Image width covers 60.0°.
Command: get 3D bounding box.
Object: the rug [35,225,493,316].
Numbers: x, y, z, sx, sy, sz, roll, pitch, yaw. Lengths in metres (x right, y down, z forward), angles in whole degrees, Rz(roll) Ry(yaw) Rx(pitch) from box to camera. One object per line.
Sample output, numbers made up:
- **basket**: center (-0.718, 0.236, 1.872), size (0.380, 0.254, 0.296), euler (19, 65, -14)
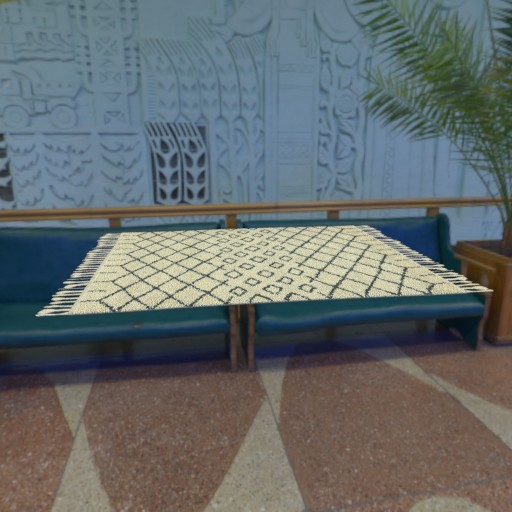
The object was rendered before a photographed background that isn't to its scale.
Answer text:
- **rug**: center (0.000, 0.000, 4.190), size (3.213, 0.030, 2.388), euler (-2, 16, -8)
